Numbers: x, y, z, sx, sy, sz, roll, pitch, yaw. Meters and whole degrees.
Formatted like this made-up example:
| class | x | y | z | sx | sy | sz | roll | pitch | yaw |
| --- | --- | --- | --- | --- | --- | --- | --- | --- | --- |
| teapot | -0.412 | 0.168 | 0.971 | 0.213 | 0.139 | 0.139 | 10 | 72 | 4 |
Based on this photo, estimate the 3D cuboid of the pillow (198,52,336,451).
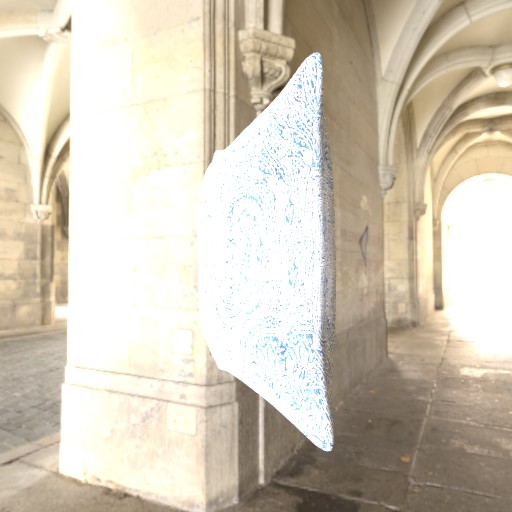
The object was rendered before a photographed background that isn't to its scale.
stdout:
| class | x | y | z | sx | sy | sz | roll | pitch | yaw |
| --- | --- | --- | --- | --- | --- | --- | --- | --- | --- |
| pillow | 0.000 | 0.000 | 0.797 | 0.166 | 0.510 | 0.523 | 1 | -2 | -19 |
